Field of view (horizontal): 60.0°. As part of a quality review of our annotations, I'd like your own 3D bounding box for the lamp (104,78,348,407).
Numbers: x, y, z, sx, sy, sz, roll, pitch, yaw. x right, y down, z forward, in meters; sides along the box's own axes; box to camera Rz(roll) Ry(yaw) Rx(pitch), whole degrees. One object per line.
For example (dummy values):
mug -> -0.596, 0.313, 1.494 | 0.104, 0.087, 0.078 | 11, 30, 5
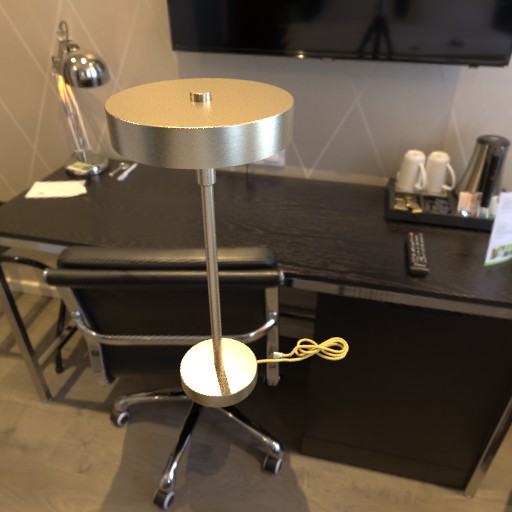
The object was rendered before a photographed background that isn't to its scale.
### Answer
lamp -> 0.000, 0.000, 0.696 | 0.369, 0.508, 0.229 | -9, 35, -14
